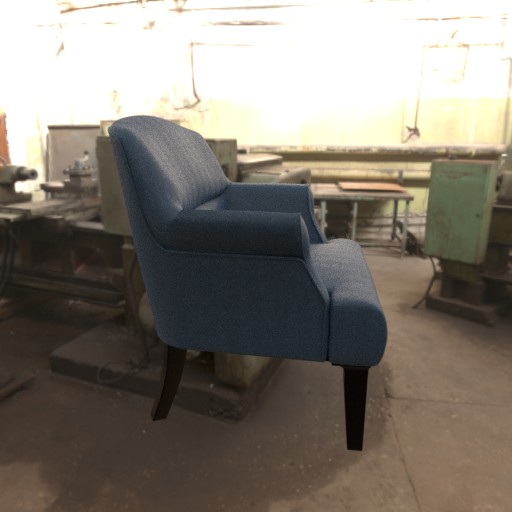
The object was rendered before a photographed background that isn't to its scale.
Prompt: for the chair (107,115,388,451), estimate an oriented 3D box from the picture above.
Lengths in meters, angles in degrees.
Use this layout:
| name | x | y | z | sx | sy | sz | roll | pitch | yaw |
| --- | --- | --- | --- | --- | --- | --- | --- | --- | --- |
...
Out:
| name | x | y | z | sx | sy | sz | roll | pitch | yaw |
| --- | --- | --- | --- | --- | --- | --- | --- | --- | --- |
| chair | 0.000 | 0.000 | 1.444 | 0.754 | 0.878 | 0.770 | 2 | 15 | 8 |
